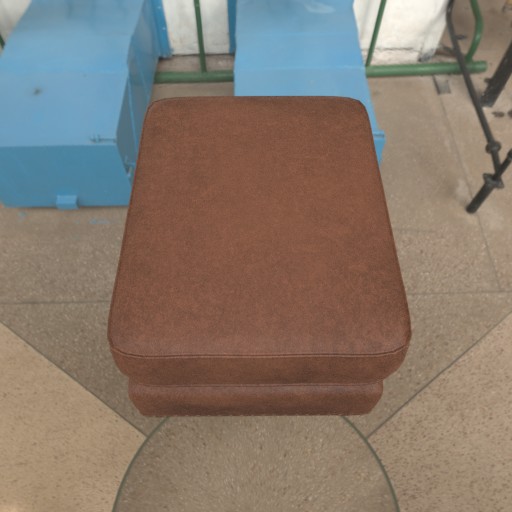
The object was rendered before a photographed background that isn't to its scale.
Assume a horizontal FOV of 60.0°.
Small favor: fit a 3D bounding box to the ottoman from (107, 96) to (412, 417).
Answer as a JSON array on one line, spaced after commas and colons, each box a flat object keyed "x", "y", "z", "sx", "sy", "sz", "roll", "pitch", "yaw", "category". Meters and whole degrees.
[{"x": 0.000, "y": 0.000, "z": 1.150, "sx": 0.589, "sy": 0.537, "sz": 0.738, "roll": 0, "pitch": 58, "yaw": 0, "category": "ottoman"}]
